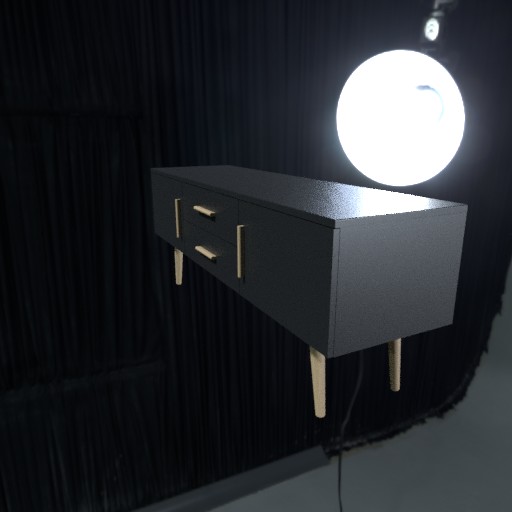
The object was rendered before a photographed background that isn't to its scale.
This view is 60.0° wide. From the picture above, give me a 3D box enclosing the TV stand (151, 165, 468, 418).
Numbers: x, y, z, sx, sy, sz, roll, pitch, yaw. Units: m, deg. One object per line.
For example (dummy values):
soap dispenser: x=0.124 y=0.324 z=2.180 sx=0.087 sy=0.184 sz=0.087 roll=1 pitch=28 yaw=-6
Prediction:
TV stand: x=0.000 y=0.000 z=1.537 sx=0.390 sy=0.518 sz=1.312 roll=-8 pitch=18 yaw=-27
